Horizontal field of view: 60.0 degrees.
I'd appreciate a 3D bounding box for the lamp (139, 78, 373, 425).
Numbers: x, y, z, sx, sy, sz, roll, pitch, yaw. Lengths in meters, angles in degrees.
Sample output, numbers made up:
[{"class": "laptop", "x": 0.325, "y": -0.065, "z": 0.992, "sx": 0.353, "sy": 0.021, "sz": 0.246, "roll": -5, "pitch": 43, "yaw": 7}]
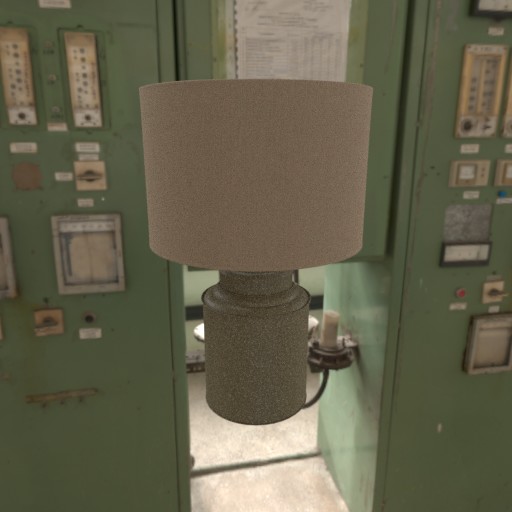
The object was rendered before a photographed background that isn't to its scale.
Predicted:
[{"class": "lamp", "x": 0.000, "y": 0.000, "z": 0.686, "sx": 0.318, "sy": 0.486, "sz": 0.318, "roll": 0, "pitch": 16, "yaw": 0}]
